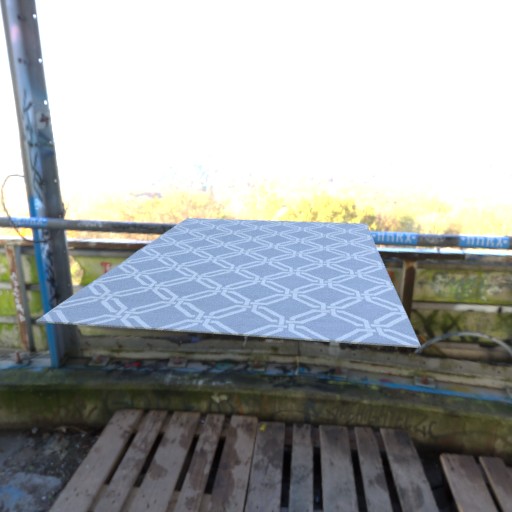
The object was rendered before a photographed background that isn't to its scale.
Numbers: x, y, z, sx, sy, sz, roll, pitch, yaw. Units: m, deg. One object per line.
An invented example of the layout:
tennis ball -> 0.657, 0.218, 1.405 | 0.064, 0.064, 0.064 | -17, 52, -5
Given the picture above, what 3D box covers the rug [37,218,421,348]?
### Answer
rug -> 0.000, 0.000, 2.726 | 1.522, 0.013, 2.133 | 2, 17, 8
